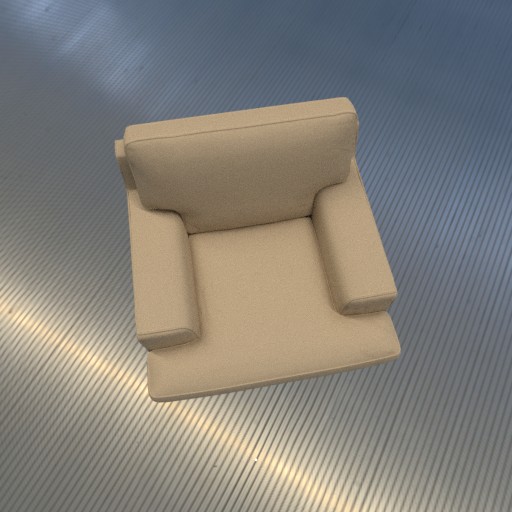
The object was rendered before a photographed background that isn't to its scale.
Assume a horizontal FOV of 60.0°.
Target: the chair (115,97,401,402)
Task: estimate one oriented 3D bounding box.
[{"bbox_3d":[0.000,0.000,2.126,1.293,1.005,1.274,-16,66,-7],"label":"chair"}]
